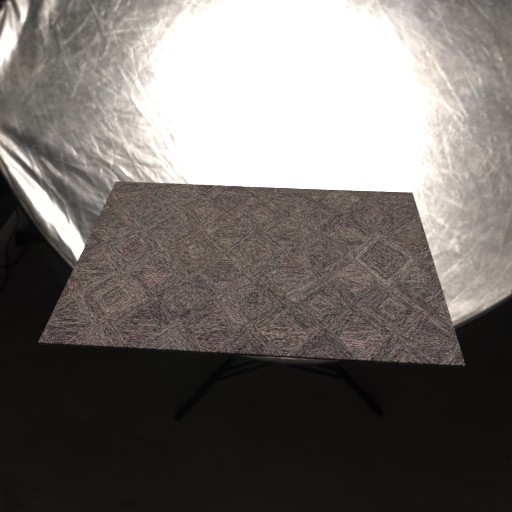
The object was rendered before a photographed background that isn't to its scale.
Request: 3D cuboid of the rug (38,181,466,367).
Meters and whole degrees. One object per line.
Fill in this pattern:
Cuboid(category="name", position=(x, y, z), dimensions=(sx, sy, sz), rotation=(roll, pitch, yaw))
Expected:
Cuboid(category="rug", position=(0.000, 0.000, 2.902), dimensions=(2.298, 0.017, 1.501), rotation=(3, 45, 3))
